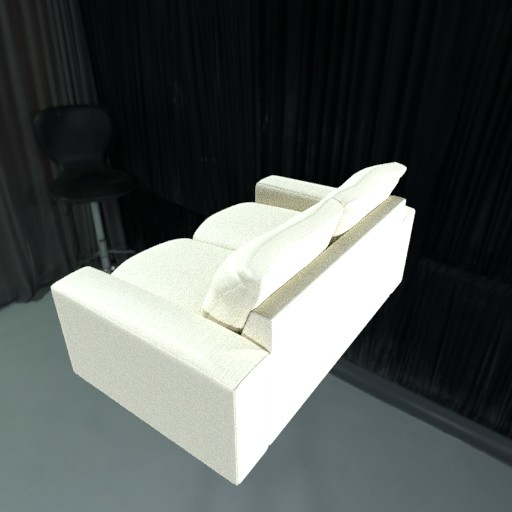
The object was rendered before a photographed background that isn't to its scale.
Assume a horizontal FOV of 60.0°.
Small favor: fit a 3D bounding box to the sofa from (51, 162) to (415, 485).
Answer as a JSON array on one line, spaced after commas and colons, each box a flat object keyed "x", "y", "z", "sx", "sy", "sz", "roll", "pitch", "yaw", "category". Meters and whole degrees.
[{"x": 0.000, "y": 0.000, "z": 2.346, "sx": 1.091, "sy": 0.875, "sz": 1.754, "roll": 20, "pitch": 35, "yaw": 30, "category": "sofa"}]
